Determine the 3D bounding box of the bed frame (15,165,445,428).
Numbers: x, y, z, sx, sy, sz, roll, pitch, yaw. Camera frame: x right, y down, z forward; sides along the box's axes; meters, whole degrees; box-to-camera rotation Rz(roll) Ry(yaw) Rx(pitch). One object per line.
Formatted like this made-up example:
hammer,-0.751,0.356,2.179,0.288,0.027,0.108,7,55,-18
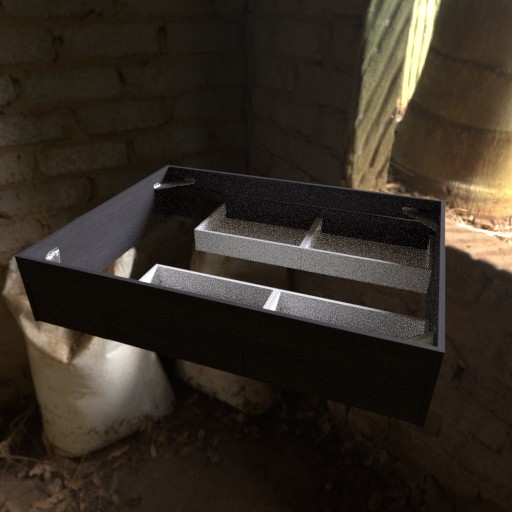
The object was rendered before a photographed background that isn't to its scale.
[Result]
bed frame,0.000,0.000,2.528,1.944,0.459,1.448,11,32,18
